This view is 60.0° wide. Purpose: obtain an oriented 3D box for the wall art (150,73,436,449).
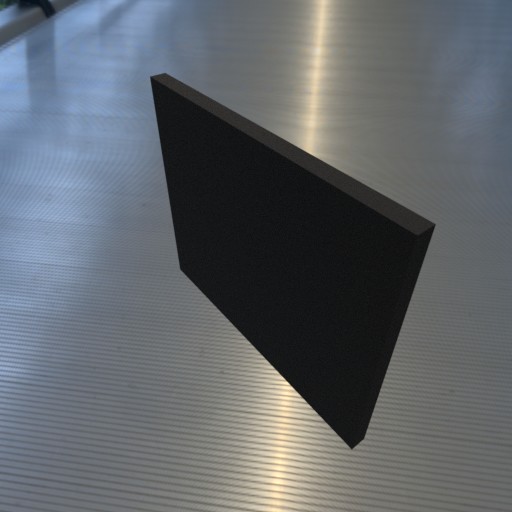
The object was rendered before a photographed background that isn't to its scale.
[{"bbox_3d":[0.000,0.000,0.760,0.031,0.457,0.558,-27,48,-27],"label":"wall art"}]
